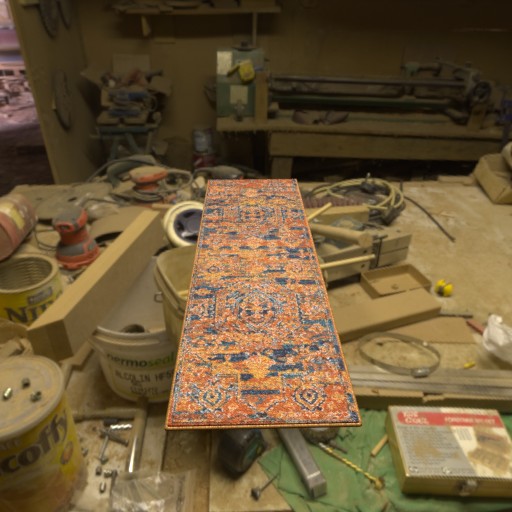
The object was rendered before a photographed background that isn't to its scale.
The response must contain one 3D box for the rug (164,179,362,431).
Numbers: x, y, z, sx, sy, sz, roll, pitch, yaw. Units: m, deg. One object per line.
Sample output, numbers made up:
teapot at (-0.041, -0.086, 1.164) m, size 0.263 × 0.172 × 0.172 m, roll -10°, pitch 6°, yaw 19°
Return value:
rug at (0.000, 0.000, 2.006) m, size 0.556 × 0.013 × 1.820 m, roll -1°, pitch 32°, yaw -1°
